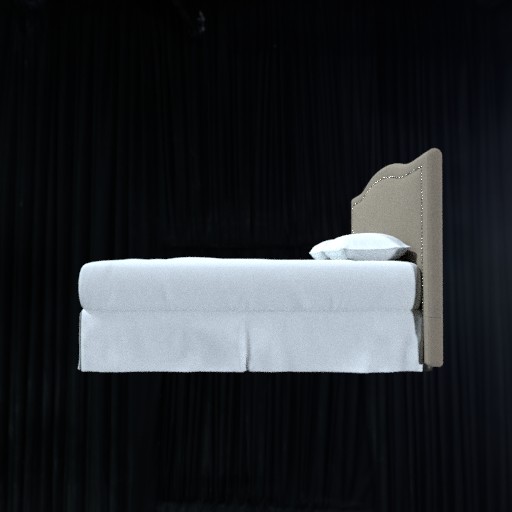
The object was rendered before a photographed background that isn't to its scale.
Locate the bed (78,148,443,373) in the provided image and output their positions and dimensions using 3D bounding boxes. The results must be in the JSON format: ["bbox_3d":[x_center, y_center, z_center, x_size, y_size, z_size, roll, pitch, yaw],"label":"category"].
[{"bbox_3d":[0.000,0.000,3.606,2.182,1.421,2.083,0,-1,0],"label":"bed"}]
